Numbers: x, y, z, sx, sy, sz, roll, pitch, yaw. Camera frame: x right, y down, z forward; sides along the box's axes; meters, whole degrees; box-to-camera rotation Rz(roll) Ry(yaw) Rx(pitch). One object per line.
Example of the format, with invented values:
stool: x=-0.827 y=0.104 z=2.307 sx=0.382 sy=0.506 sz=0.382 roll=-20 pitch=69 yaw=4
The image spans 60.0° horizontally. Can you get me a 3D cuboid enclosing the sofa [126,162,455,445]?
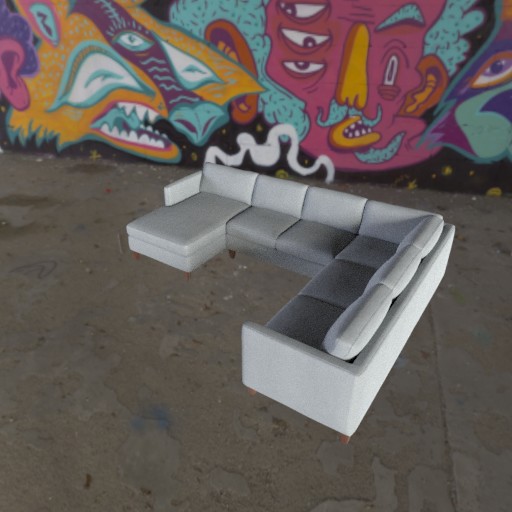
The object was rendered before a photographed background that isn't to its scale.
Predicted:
sofa: x=0.000 y=0.000 z=4.497 sx=3.238 sy=0.853 sz=2.551 roll=19 pitch=35 yaw=29
